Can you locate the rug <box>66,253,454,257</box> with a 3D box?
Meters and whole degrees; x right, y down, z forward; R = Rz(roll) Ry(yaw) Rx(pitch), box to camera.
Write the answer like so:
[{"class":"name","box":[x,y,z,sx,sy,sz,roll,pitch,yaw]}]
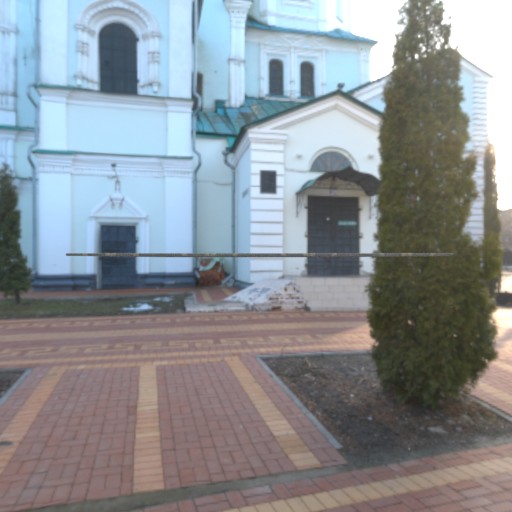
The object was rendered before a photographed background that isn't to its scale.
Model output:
[{"class":"rug","box":[0.000,0.000,2.688,1.451,0.010,2.080,0,0,-1]}]
